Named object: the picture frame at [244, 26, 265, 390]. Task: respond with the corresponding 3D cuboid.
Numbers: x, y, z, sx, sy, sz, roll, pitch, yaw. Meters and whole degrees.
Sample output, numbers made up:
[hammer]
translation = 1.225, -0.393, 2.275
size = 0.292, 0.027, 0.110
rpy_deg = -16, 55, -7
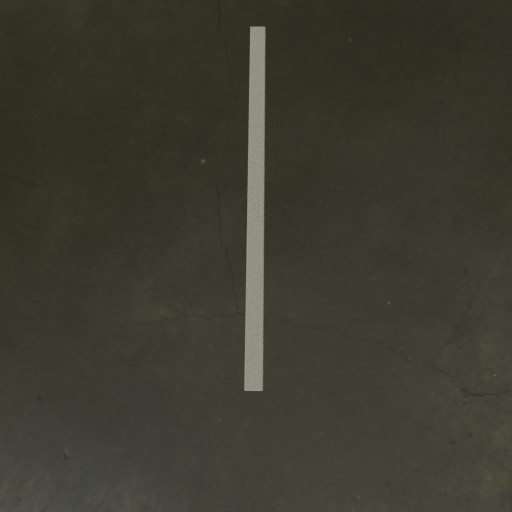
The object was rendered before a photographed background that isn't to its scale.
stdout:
[picture frame]
translation = 0.000, 0.000, 0.561
size = 0.013, 0.434, 0.305
rpy_deg = 1, 76, 0
